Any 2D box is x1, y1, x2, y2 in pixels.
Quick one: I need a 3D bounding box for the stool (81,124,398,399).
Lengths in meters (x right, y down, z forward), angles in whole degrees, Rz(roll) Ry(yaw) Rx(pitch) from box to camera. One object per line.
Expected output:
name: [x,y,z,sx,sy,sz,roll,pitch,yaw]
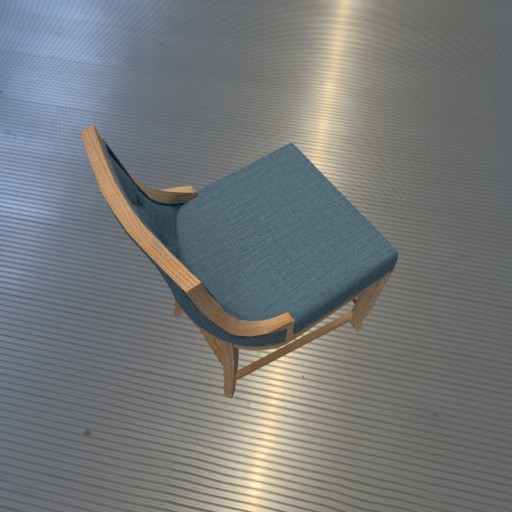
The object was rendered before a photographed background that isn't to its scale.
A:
stool: [0.000,0.000,1.289,0.626,0.938,0.524,-30,64,-16]
